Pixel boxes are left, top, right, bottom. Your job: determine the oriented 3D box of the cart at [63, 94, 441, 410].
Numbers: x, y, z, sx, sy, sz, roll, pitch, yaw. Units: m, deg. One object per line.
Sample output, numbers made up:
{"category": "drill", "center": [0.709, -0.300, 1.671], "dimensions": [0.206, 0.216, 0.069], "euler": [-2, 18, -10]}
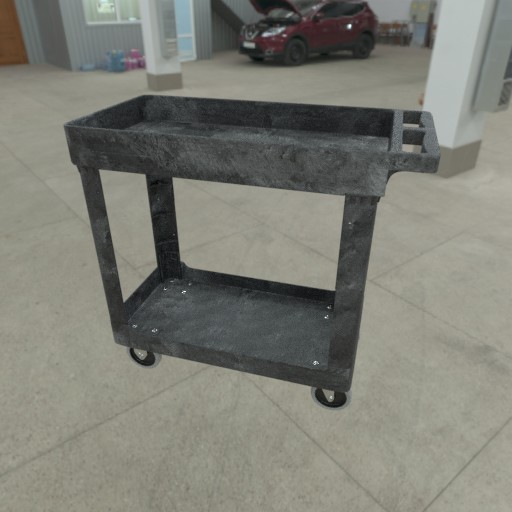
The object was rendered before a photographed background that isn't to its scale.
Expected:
{"category": "cart", "center": [0.000, 0.000, 1.347], "dimensions": [0.877, 0.824, 0.420], "euler": [8, 31, 14]}
